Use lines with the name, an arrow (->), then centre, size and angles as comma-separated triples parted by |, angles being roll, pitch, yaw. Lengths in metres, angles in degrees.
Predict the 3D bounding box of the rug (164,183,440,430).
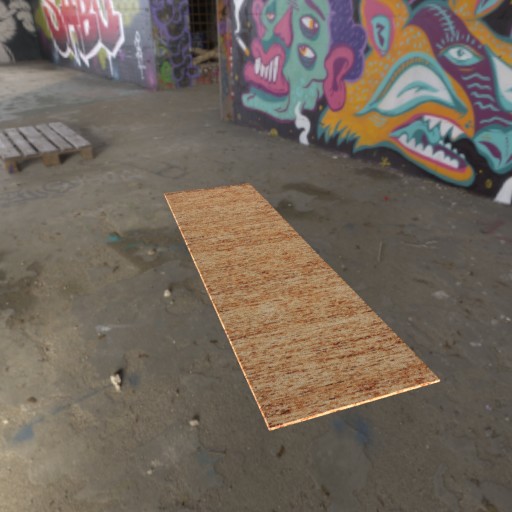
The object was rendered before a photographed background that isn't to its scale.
rug -> 0.000, 0.000, 2.471 | 0.680, 0.014, 2.237 | -10, 31, -17
